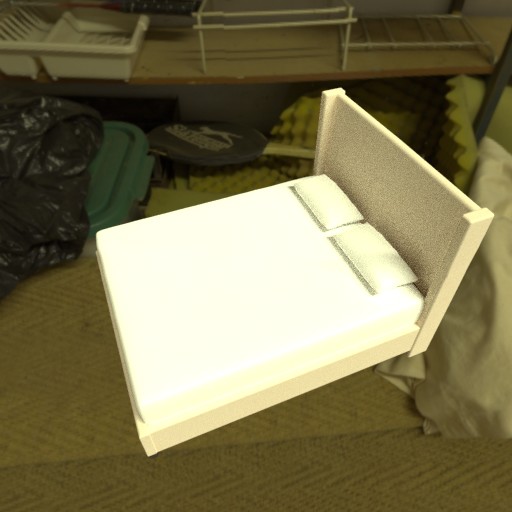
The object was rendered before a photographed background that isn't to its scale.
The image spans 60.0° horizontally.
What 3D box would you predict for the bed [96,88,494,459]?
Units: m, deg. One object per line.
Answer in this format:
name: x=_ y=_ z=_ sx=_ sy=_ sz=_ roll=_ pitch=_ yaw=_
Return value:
bed: x=0.000 y=0.000 z=3.368 sx=2.293 sy=1.471 sz=1.778 roll=-17 pitch=48 yaw=-16
